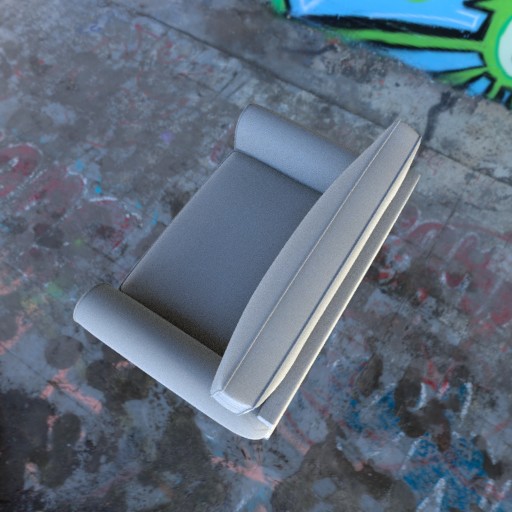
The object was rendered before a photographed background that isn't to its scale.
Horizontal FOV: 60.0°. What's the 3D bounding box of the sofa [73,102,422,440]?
[{"bbox_3d":[0.000,0.000,2.076,0.937,1.006,1.405,30,68,14],"label":"sofa"}]
